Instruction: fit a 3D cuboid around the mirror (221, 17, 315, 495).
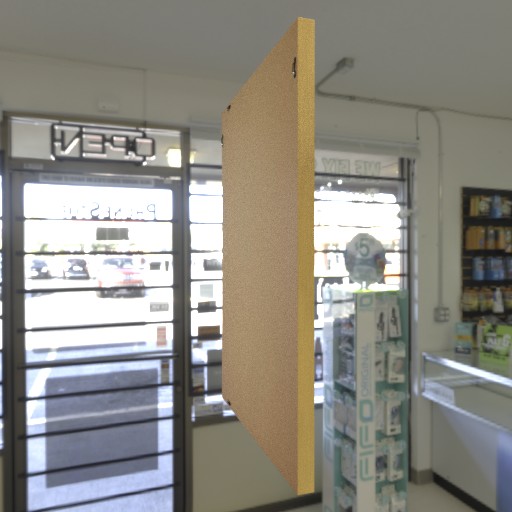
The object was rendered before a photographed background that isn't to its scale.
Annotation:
[{"bbox_3d":[0.000,0.000,1.141,0.040,0.915,0.609,0,0,-18],"label":"mirror"}]
